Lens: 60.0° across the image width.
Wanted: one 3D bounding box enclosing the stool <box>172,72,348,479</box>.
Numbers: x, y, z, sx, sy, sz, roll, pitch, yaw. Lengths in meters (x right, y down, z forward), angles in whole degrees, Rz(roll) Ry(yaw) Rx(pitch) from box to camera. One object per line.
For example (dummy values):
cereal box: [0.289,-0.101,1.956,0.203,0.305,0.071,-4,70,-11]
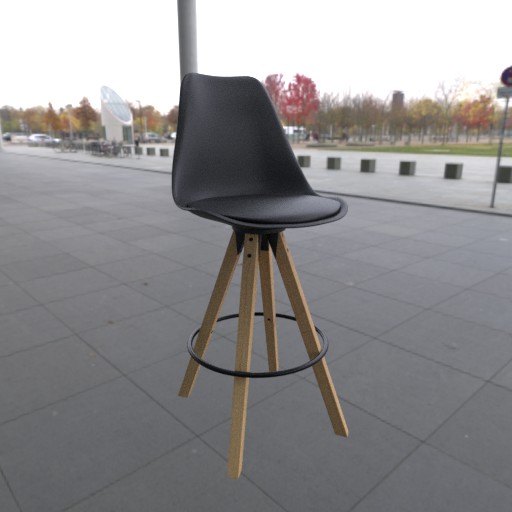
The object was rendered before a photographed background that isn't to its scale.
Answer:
stool: [0.000,0.000,1.390,0.485,1.115,0.550,-8,17,-26]
